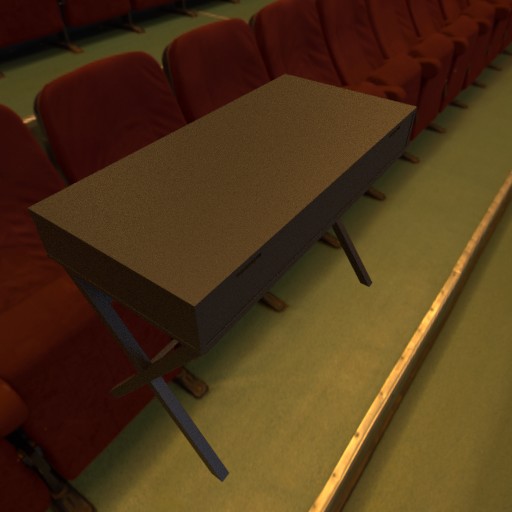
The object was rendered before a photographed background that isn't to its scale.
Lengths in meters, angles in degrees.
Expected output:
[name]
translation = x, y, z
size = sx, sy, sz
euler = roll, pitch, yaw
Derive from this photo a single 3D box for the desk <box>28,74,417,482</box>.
[desk]
translation = 0.000, 0.000, 1.466
size = 0.504, 0.780, 1.057
euler = 26, 48, 26
